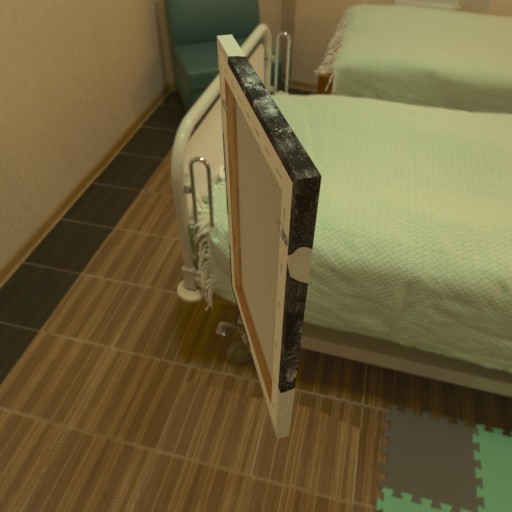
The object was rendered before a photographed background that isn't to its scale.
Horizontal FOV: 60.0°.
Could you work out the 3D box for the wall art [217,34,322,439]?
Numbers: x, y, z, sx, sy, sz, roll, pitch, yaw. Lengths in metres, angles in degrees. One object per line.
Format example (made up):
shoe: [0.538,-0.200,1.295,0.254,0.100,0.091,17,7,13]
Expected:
wall art: [0.000,0.000,1.182,0.041,0.915,0.610,-11,46,-10]
